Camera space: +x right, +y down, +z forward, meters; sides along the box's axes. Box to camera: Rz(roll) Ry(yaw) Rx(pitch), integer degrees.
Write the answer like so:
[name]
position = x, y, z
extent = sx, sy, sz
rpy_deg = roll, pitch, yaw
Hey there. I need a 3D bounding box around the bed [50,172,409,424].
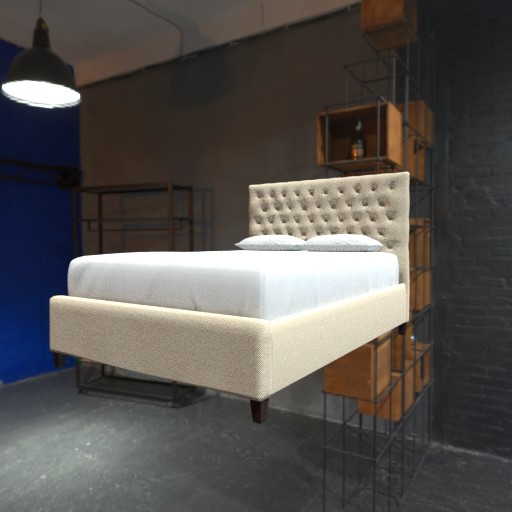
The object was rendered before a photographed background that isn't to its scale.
[bed]
position = 0.000, 0.000, 3.399
extent = 1.698, 1.427, 2.387
rpy_deg = 1, 2, 34
